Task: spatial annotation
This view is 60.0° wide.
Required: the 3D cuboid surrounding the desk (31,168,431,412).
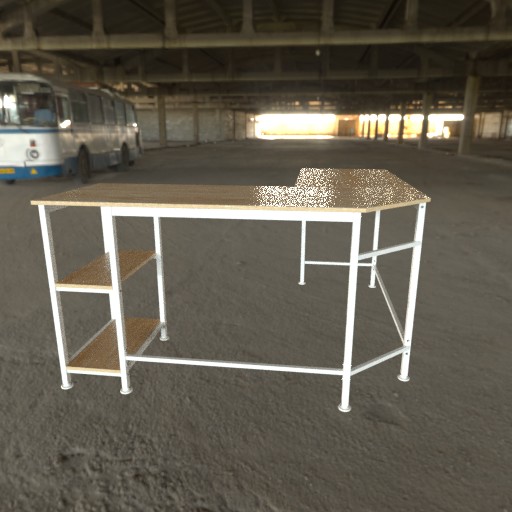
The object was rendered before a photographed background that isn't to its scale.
[{"bbox_3d":[0.000,0.000,2.195,1.379,0.739,1.379,2,16,7],"label":"desk"}]
